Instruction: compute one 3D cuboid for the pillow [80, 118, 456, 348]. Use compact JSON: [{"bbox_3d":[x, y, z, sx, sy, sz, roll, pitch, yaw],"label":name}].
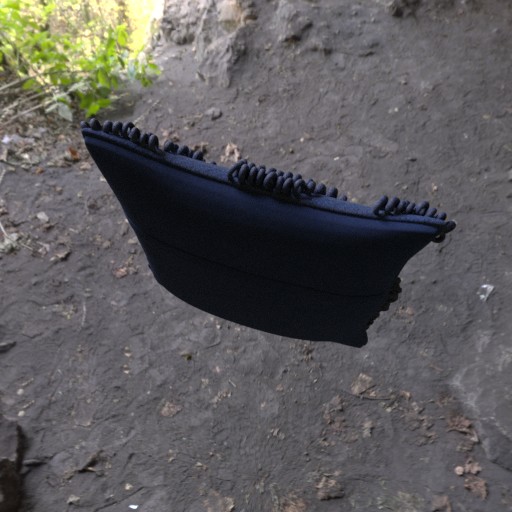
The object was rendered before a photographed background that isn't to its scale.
[{"bbox_3d":[0.000,0.000,0.719,0.469,0.466,0.172,17,65,8],"label":"pillow"}]
